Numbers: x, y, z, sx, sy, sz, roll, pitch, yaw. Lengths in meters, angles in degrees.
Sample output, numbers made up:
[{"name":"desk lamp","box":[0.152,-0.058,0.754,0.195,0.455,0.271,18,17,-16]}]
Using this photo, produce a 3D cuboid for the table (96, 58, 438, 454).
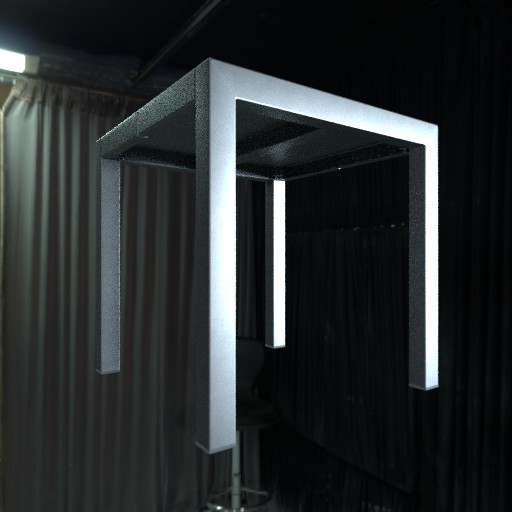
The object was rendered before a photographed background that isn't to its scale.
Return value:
[{"name":"table","box":[0.000,0.000,0.918,0.508,0.508,0.508,0,0,-35]}]
